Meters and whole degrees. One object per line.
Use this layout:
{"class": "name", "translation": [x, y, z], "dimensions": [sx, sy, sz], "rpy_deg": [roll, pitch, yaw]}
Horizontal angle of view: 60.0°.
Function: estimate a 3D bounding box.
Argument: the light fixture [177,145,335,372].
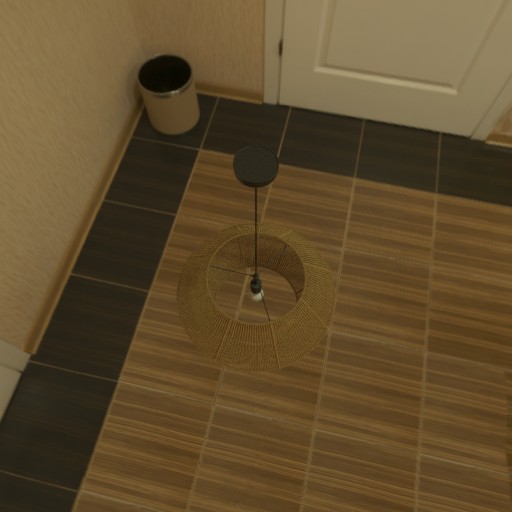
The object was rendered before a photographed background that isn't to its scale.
{"class": "light fixture", "translation": [0.000, 0.000, 1.481], "dimensions": [0.643, 1.009, 0.643], "rpy_deg": [0, 65, 0]}
